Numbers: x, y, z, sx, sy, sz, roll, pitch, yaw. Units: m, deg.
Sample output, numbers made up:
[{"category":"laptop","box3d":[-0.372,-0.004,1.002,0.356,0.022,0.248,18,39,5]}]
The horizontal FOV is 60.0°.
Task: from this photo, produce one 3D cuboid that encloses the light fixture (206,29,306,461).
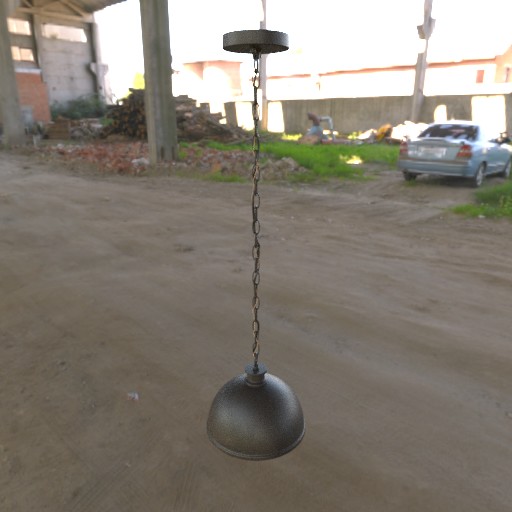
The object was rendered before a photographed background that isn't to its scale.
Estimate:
[{"category":"light fixture","box3d":[0.000,0.000,1.208,0.304,1.090,0.304,3,17,9]}]
